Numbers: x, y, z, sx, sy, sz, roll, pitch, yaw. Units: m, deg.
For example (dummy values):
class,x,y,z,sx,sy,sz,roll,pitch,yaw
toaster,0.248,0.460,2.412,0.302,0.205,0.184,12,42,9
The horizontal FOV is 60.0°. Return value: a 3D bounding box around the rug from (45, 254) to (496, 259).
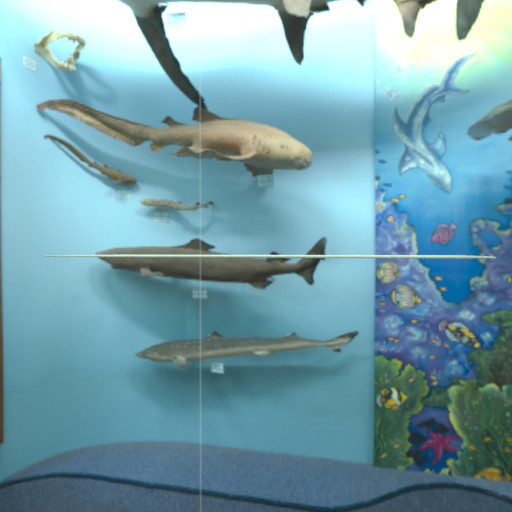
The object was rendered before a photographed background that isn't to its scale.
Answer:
class,x,y,z,sx,sy,sz,roll,pitch,yaw
rug,0.000,0.000,2.663,2.449,0.011,0.774,0,1,18
